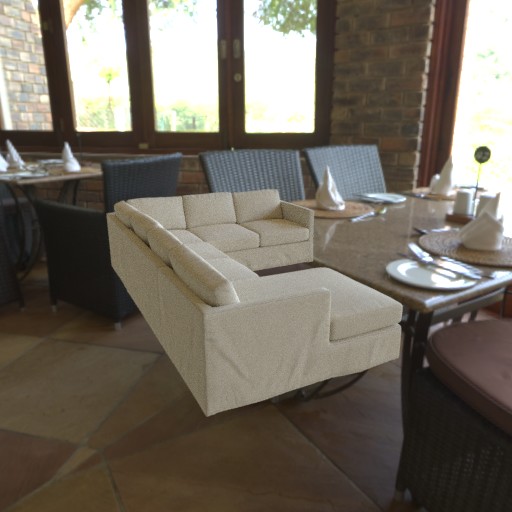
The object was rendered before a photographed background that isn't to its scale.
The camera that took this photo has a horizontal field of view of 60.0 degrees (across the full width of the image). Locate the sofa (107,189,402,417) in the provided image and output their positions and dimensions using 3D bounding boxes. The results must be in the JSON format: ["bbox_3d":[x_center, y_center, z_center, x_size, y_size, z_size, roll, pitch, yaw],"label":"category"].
[{"bbox_3d":[0.000,0.000,4.608,2.448,0.882,3.464,-8,19,-26],"label":"sofa"}]
